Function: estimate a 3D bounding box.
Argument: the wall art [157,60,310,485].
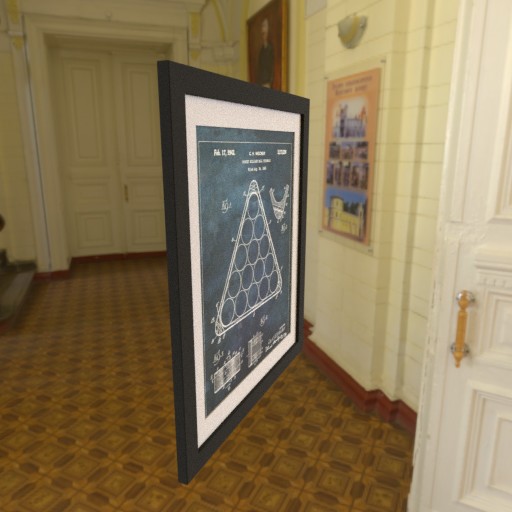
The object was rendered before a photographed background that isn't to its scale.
[{"bbox_3d":[0.000,0.000,0.499,0.010,0.361,0.311,7,16,25],"label":"wall art"}]
